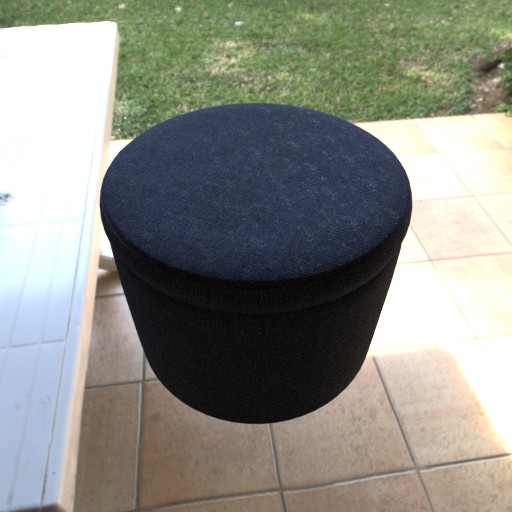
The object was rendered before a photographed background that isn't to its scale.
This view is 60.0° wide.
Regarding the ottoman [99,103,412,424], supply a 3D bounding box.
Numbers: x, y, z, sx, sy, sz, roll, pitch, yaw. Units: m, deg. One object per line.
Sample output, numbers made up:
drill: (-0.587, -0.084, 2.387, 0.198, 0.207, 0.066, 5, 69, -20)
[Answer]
ottoman: (0.000, 0.000, 0.880, 0.520, 0.430, 0.520, 0, 45, 0)
